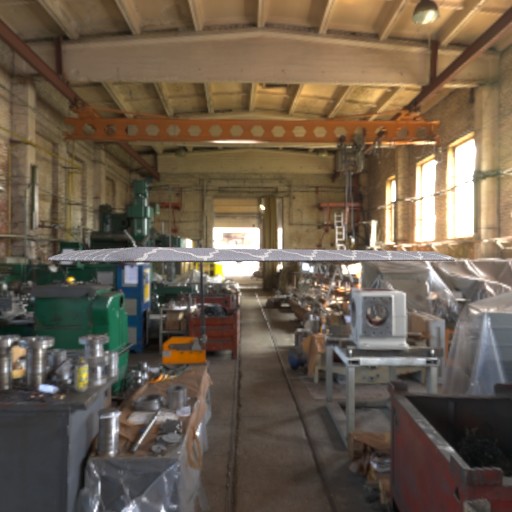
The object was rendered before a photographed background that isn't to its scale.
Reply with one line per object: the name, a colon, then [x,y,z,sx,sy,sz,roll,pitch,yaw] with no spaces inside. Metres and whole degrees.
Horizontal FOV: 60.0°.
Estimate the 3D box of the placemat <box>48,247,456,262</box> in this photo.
placemat: [0.000,0.000,0.971,0.762,0.021,0.508,0,0,-35]
